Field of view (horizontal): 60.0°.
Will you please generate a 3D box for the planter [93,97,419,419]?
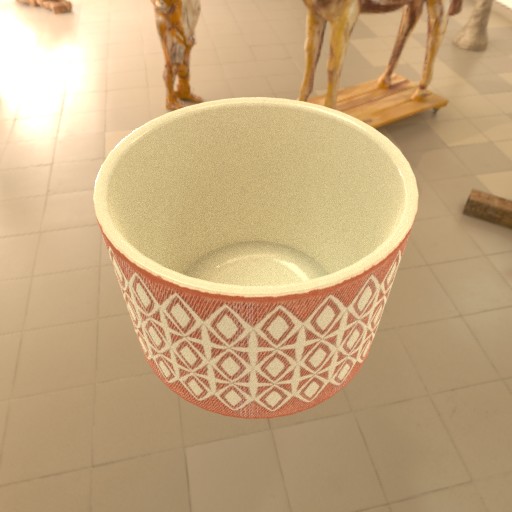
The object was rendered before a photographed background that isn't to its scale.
[{"bbox_3d":[0.000,0.000,0.322,0.192,0.148,0.192,0,46,0],"label":"planter"}]
